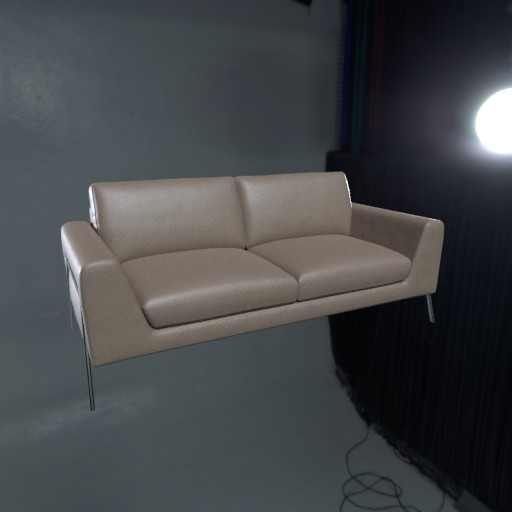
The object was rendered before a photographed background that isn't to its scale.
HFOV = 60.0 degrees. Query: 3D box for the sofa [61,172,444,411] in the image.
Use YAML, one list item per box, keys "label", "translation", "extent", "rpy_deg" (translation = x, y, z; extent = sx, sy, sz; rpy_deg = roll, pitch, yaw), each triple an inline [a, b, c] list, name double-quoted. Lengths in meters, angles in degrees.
- label: "sofa"
  translation: [0.000, 0.000, 2.573]
  extent: [2.017, 0.875, 0.953]
  rpy_deg: [-8, 17, -26]
